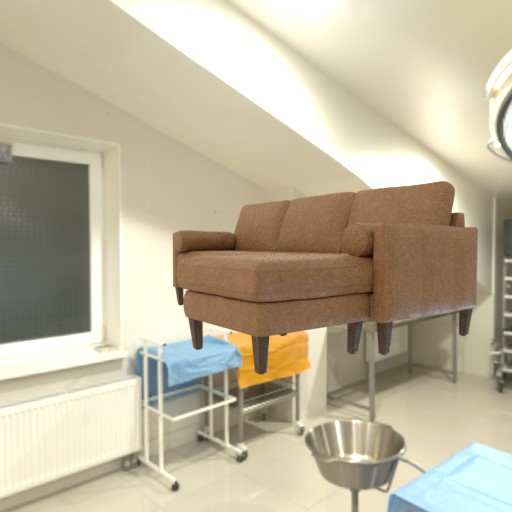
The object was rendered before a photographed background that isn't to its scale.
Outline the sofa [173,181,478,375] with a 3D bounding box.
[{"bbox_3d":[0.000,0.000,2.905,1.506,0.876,2.178,-1,2,-37],"label":"sofa"}]
